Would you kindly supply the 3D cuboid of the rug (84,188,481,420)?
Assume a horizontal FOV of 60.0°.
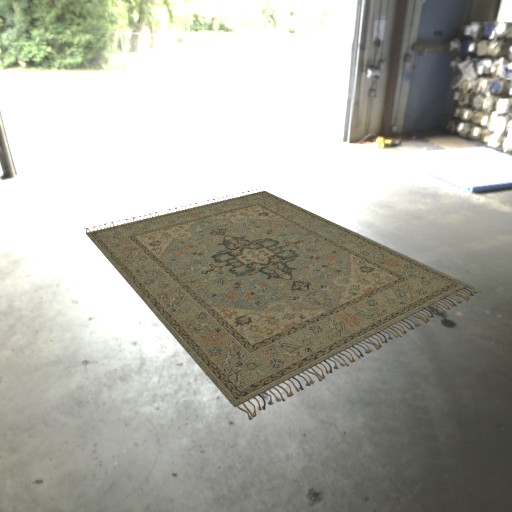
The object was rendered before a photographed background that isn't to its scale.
[{"bbox_3d":[0.000,0.000,4.254,2.379,0.011,3.221,-18,33,-31],"label":"rug"}]
